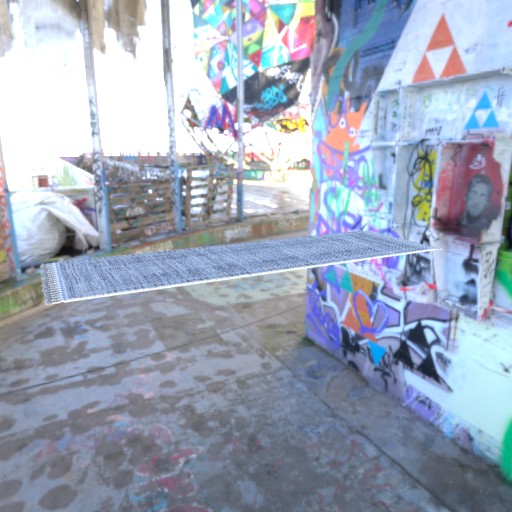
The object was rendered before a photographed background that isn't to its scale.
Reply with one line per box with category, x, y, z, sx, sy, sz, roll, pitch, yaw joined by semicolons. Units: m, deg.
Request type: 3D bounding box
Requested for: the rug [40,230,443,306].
rug;0.000;0.000;2.818;2.480;0.013;0.786;-7;15;-26
